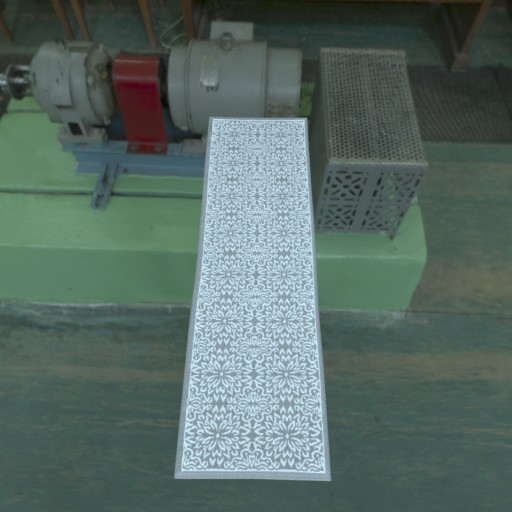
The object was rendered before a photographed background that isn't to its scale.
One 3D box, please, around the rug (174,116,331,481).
[{"bbox_3d":[0.000,0.000,2.430,0.662,0.011,2.196,1,59,0],"label":"rug"}]
